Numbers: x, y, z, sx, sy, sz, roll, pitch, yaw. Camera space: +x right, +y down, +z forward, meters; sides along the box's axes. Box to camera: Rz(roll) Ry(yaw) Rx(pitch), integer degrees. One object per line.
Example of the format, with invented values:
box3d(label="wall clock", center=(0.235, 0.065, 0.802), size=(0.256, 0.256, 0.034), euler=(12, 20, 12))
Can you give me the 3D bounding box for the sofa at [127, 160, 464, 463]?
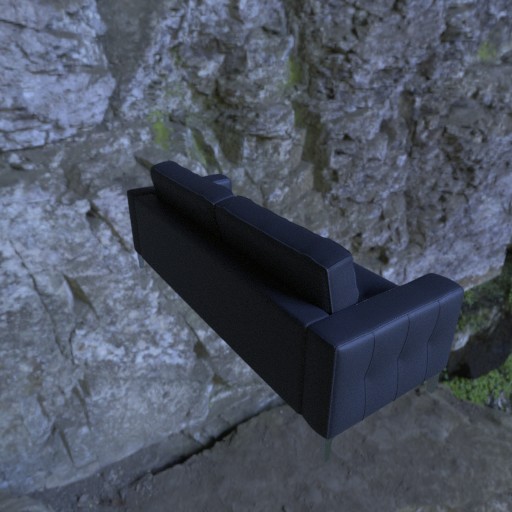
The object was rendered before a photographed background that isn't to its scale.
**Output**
box3d(label="sofa", center=(0.000, 0.000, 2.733), size=(0.833, 0.893, 2.275), euler=(-17, 31, -30))
